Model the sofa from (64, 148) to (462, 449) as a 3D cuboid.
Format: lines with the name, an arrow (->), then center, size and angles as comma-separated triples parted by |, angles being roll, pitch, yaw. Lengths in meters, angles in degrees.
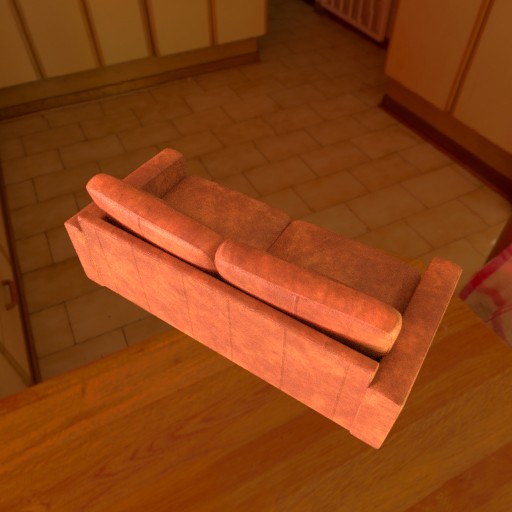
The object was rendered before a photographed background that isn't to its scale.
sofa -> 0.000, 0.000, 2.709 | 2.179, 0.873, 1.016 | 25, 52, 21
